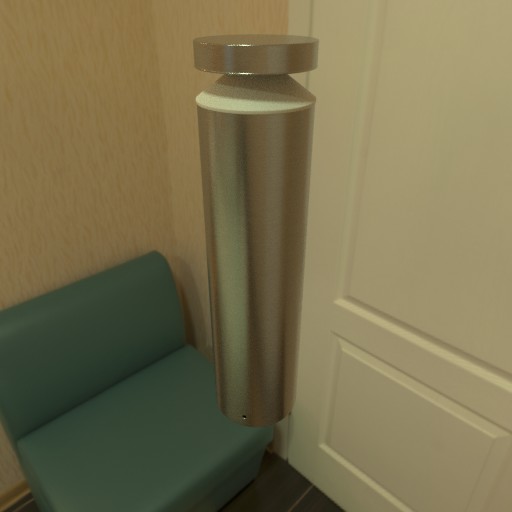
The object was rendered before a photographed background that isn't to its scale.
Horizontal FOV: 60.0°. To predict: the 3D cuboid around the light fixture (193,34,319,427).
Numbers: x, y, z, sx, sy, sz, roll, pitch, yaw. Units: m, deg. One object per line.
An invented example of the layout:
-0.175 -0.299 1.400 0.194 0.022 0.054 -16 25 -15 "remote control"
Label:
0.000 0.000 0.454 0.102 0.400 0.102 8 31 13 "light fixture"
